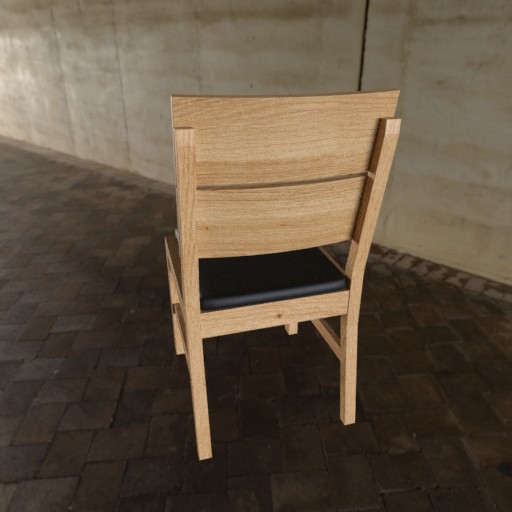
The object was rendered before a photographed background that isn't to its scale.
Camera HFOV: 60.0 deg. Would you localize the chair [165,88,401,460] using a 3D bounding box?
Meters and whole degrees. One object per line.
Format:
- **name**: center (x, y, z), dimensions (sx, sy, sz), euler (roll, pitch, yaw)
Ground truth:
- **chair**: center (0.000, 0.000, 1.297), dimensions (0.475, 0.950, 0.569), euler (-7, 26, -15)
